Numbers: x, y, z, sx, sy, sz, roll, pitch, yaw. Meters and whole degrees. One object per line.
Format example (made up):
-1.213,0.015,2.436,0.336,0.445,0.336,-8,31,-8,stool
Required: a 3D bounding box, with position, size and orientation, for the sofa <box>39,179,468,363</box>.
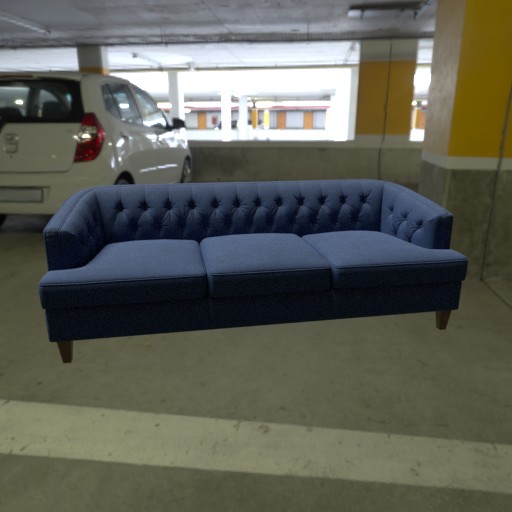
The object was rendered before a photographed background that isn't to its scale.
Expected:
0.000,0.000,2.679,2.235,0.787,0.914,-3,17,-10,sofa
